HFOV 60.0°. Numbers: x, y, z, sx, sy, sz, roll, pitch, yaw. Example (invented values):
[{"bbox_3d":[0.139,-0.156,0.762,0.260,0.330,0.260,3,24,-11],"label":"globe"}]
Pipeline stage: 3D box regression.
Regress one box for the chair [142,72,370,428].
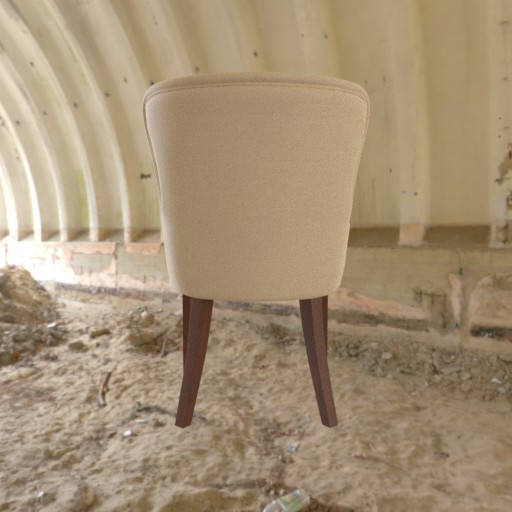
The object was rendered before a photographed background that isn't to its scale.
[{"bbox_3d":[0.000,0.000,1.473,0.696,0.990,0.744,0,2,-1],"label":"chair"}]
